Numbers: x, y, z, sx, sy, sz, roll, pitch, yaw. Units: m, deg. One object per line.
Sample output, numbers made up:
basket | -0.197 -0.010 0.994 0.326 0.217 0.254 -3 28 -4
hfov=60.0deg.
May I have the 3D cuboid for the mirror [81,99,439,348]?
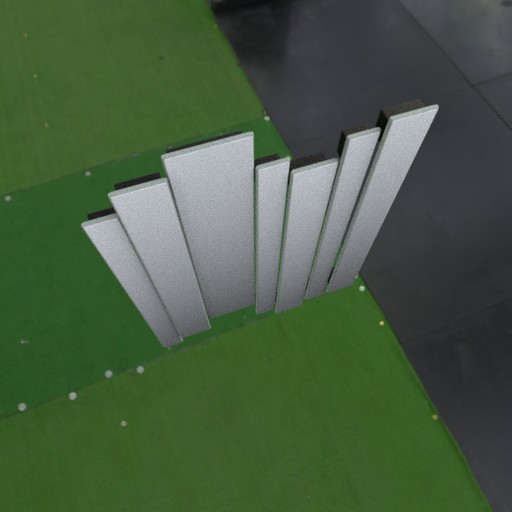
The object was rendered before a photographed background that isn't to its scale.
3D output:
mirror | 0.000 0.000 0.771 0.445 0.611 0.058 -17 64 -9
